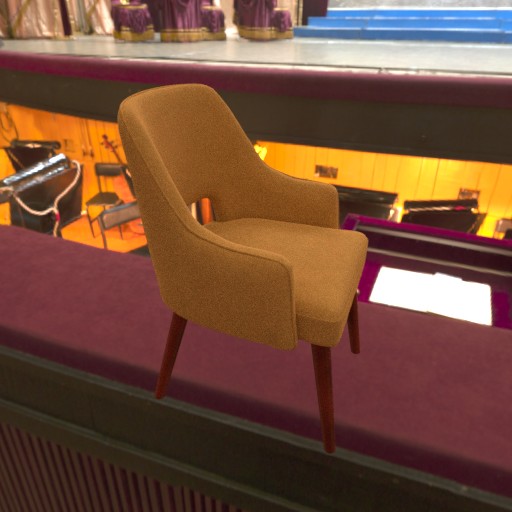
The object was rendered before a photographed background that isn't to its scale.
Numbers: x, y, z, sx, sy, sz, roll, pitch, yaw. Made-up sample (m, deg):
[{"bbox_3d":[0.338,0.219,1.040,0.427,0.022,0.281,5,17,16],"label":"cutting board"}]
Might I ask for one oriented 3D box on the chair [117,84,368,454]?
[{"bbox_3d":[0.000,0.000,1.235,0.605,0.849,0.548,10,30,18],"label":"chair"}]
